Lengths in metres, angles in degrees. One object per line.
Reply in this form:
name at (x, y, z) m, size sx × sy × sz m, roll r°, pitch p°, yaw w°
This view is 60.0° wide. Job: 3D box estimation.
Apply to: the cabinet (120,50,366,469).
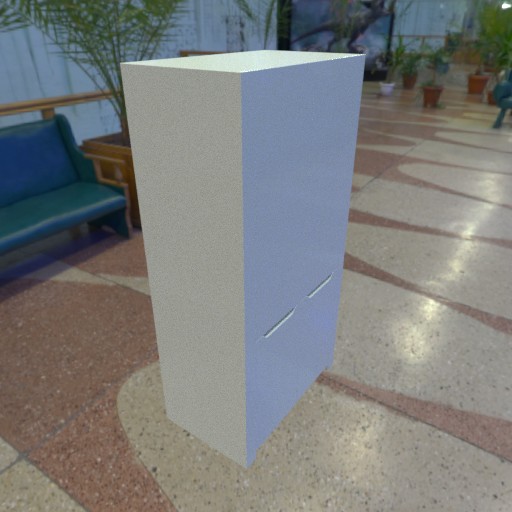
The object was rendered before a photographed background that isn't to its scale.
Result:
cabinet at (0.000, 0.000, 2.350) m, size 0.580 × 1.920 × 0.980 m, roll 19°, pitch 33°, yaw 31°
